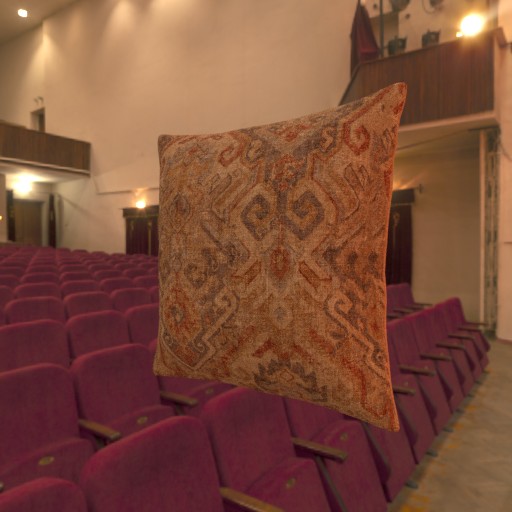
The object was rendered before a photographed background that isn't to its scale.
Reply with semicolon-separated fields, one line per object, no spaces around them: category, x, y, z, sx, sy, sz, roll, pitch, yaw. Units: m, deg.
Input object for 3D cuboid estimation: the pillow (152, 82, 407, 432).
pillow;0.000;0.000;0.788;0.523;0.506;0.166;1;1;35
